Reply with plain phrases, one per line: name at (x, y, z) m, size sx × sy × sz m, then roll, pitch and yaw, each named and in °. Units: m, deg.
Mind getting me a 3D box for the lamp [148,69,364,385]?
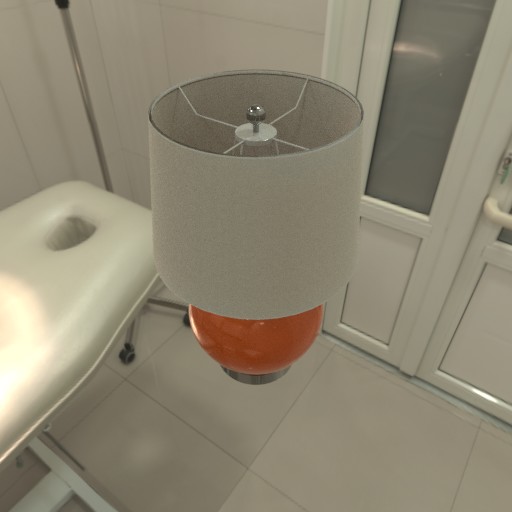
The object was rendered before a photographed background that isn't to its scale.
lamp at (0.000, 0.000, 0.555) m, size 0.247 × 0.387 × 0.247 m, roll 0°, pitch 41°, yaw 0°
